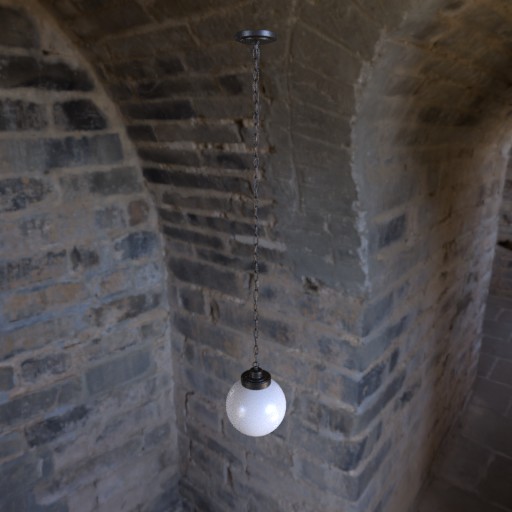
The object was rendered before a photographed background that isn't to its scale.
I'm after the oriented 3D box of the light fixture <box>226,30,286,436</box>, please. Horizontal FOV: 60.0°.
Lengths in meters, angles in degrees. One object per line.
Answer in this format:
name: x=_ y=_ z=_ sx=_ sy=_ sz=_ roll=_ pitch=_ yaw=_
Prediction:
light fixture: x=0.000 y=0.000 z=2.048 sx=0.305 sy=1.867 sz=0.304 roll=-2 pitch=15 yaw=-7
